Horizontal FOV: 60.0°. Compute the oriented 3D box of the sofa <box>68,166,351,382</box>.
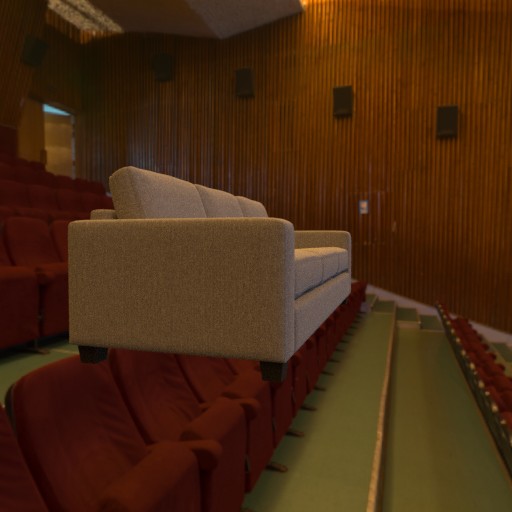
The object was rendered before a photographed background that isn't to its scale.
[{"bbox_3d":[0.000,0.000,2.605,0.900,0.800,2.120,1,2,18],"label":"sofa"}]
